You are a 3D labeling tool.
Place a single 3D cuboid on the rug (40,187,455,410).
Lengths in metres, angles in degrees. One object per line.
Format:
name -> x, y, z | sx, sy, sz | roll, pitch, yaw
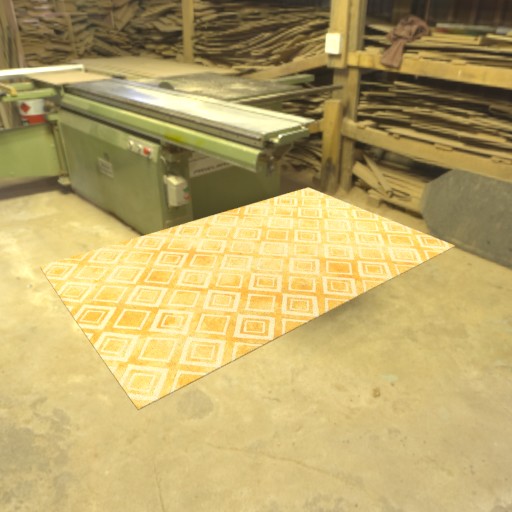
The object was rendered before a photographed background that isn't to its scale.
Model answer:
rug -> 0.000, 0.000, 3.021 | 2.424, 0.010, 1.511 | -20, 35, -32
